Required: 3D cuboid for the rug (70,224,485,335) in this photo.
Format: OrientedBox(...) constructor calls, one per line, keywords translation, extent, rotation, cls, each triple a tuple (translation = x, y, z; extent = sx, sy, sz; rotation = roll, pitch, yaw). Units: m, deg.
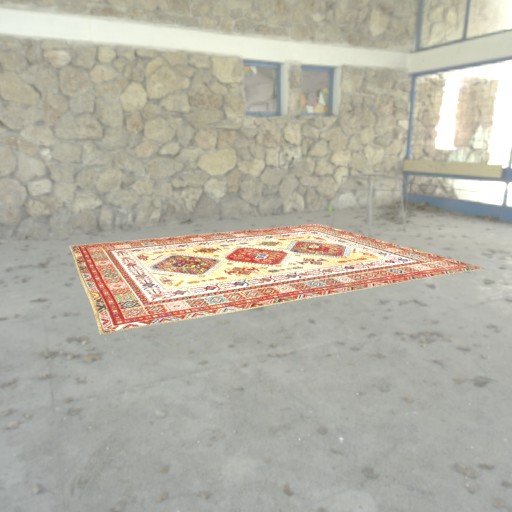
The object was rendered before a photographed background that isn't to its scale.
OrientedBox(translation=(0.000, 0.000, 4.118), extent=(3.067, 0.005, 2.460), rotation=(-7, 15, -25), cls="rug")
